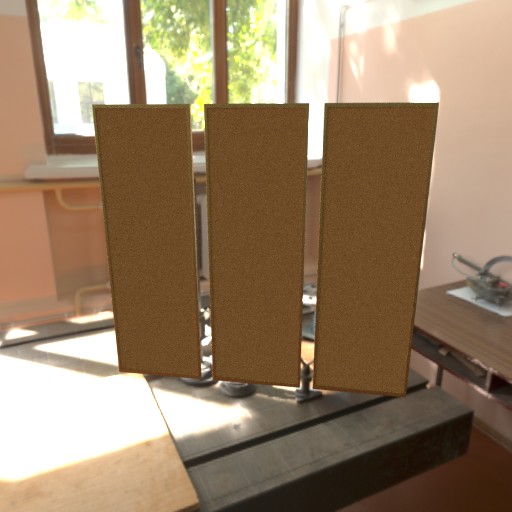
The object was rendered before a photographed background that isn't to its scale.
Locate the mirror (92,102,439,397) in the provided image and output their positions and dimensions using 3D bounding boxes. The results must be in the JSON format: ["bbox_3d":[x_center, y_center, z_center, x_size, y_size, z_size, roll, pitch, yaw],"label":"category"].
[{"bbox_3d":[0.000,0.000,1.423,1.011,0.926,0.023,3,17,8],"label":"mirror"}]
